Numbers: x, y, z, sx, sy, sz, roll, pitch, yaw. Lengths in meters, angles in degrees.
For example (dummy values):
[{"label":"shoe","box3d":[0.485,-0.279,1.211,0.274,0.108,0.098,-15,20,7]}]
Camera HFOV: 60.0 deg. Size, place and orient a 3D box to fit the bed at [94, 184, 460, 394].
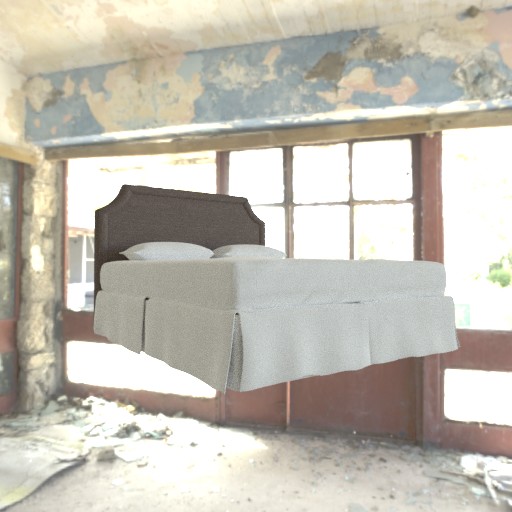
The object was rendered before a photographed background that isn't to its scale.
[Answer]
[{"label":"bed","box3d":[0.000,0.000,4.166,2.350,1.590,2.773,1,-1,-36]}]
